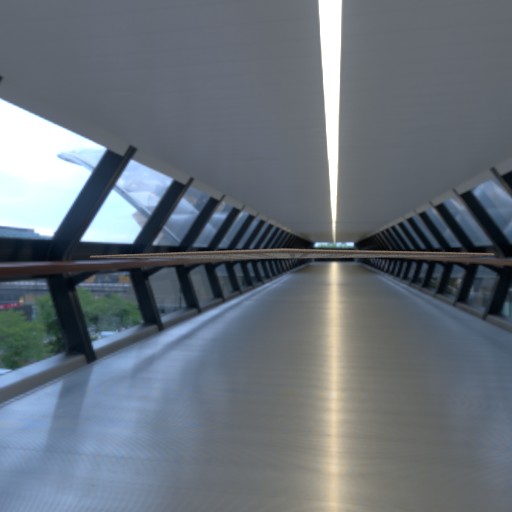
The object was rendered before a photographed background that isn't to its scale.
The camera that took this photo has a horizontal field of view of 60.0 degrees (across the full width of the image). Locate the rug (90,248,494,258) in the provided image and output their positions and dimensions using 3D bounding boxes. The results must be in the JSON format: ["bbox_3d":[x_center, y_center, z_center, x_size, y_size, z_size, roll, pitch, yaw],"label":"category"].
[{"bbox_3d":[0.000,0.000,2.079,1.066,0.011,1.677,1,-1,-36],"label":"rug"}]
